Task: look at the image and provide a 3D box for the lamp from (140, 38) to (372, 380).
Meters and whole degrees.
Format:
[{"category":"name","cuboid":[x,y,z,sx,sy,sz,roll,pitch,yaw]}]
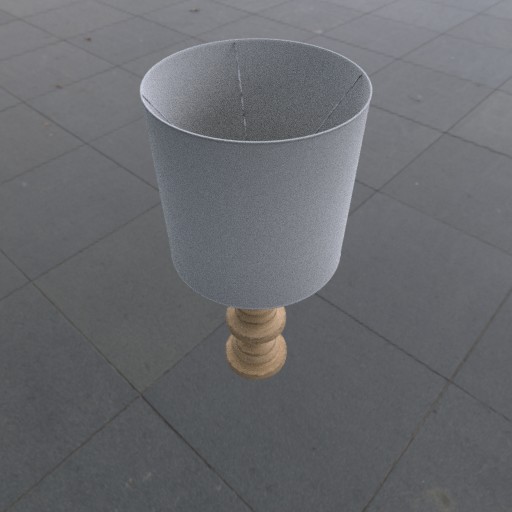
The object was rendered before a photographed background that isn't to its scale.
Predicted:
[{"category":"lamp","cuboid":[0.000,0.000,0.566,0.208,0.455,0.208,-24,51,-22]}]
